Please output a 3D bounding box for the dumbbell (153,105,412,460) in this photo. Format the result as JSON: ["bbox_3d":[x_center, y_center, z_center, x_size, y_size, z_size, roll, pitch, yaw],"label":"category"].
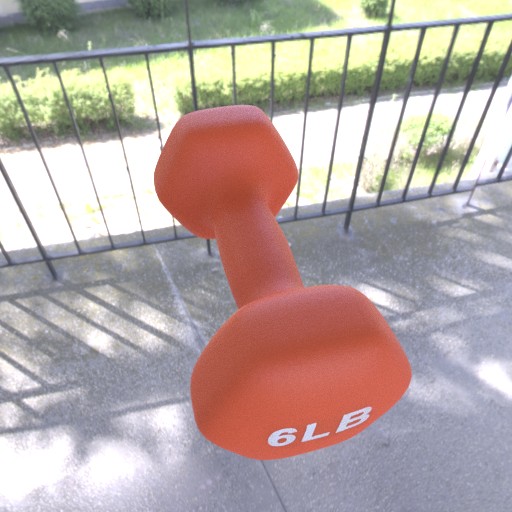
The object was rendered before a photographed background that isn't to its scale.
[{"bbox_3d":[0.000,0.000,0.198,0.079,0.071,0.162,-10,47,-10],"label":"dumbbell"}]
